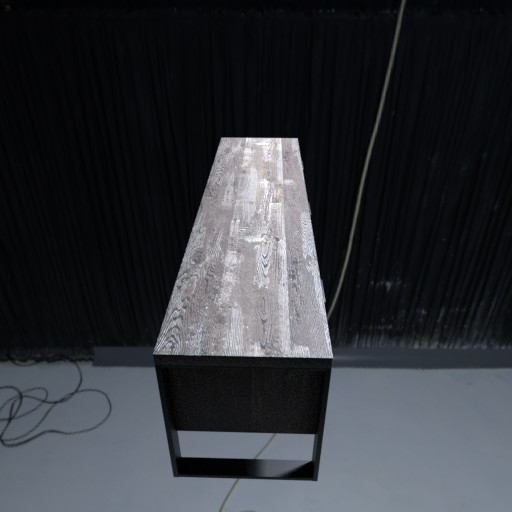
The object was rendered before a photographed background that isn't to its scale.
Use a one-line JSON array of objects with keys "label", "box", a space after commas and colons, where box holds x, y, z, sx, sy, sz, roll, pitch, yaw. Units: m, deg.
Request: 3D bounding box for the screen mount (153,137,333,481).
[{"label": "screen mount", "box": [0.000, 0.000, 1.707, 0.395, 0.450, 1.524, 1, 32, 1]}]
